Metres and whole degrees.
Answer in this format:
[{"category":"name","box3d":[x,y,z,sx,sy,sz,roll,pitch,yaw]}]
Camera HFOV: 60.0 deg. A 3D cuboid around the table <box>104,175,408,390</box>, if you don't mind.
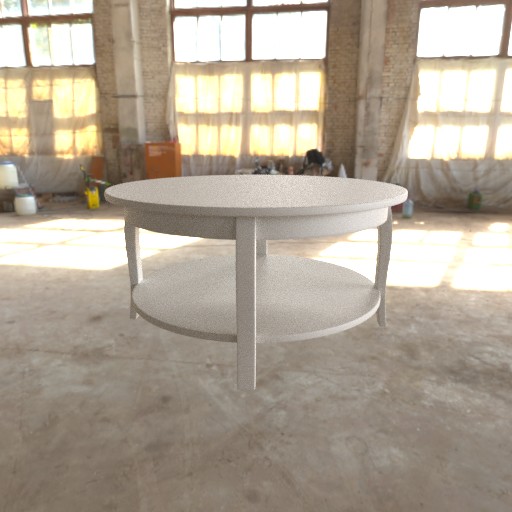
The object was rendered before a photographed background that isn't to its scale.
[{"category":"table","box3d":[0.000,0.000,1.458,0.910,0.457,0.910,0,15,0]}]
